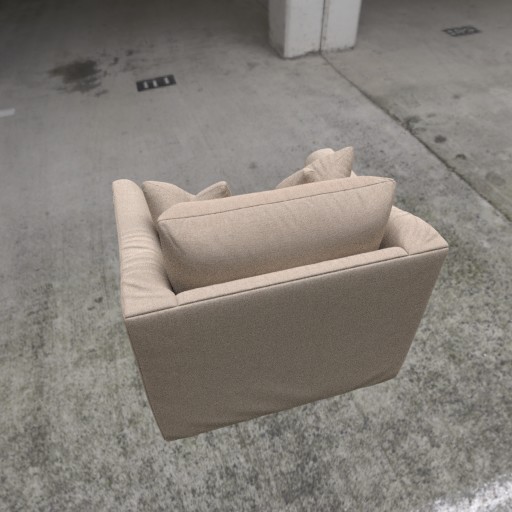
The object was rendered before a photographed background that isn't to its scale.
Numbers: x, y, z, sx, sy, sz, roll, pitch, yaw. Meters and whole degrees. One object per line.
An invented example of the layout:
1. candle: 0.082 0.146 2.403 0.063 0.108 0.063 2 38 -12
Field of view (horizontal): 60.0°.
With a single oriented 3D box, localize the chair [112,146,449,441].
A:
1. chair: 0.000 0.000 2.080 1.194 1.093 1.071 -11 44 -12
